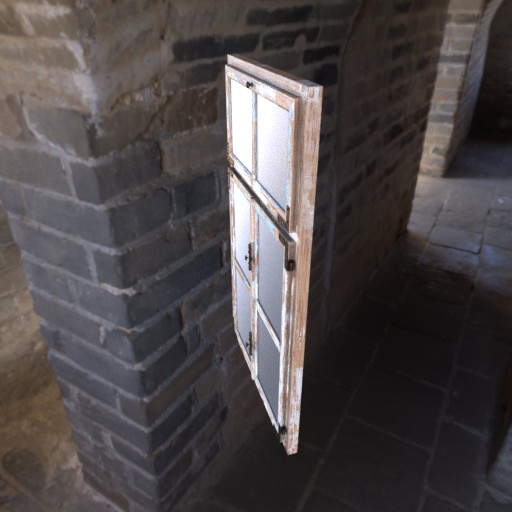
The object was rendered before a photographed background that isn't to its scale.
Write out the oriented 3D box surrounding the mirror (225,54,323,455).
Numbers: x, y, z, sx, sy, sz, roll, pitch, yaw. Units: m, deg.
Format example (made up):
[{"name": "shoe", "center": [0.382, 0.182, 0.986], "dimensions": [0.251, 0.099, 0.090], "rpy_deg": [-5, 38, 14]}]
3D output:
[{"name": "mirror", "center": [0.000, 0.000, 1.535], "dimensions": [0.083, 1.213, 0.707], "rpy_deg": [-9, 31, -15]}]
